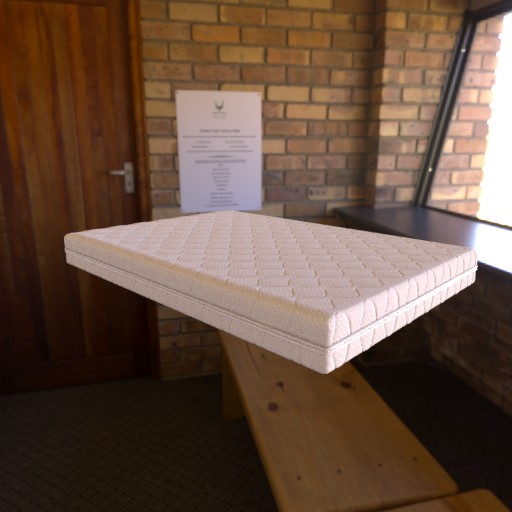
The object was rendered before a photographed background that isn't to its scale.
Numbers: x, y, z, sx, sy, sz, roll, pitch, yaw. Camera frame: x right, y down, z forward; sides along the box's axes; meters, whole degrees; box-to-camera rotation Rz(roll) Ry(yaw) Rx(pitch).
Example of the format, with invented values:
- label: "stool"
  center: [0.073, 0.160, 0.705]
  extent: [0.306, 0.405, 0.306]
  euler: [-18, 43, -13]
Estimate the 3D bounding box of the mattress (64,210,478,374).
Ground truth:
- label: "mattress"
  center: [0.000, 0.000, 2.588]
  extent: [2.000, 0.200, 1.400]
  euler: [14, 20, 42]
